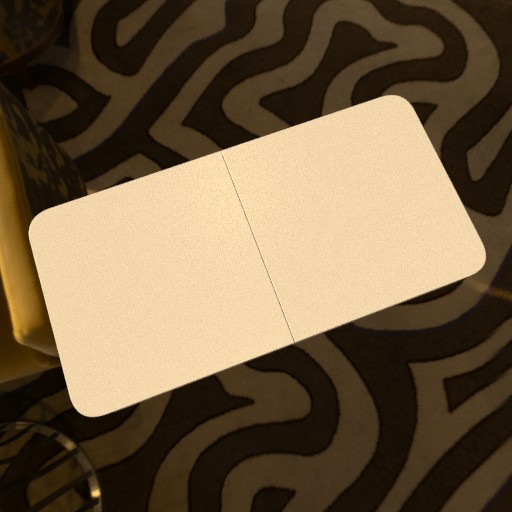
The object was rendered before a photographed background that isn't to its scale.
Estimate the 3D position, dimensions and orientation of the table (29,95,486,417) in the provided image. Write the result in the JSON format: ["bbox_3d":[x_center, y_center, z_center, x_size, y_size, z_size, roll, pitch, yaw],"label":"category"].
[{"bbox_3d":[0.000,0.000,1.421,1.200,0.340,0.600,-20,77,-5],"label":"table"}]
